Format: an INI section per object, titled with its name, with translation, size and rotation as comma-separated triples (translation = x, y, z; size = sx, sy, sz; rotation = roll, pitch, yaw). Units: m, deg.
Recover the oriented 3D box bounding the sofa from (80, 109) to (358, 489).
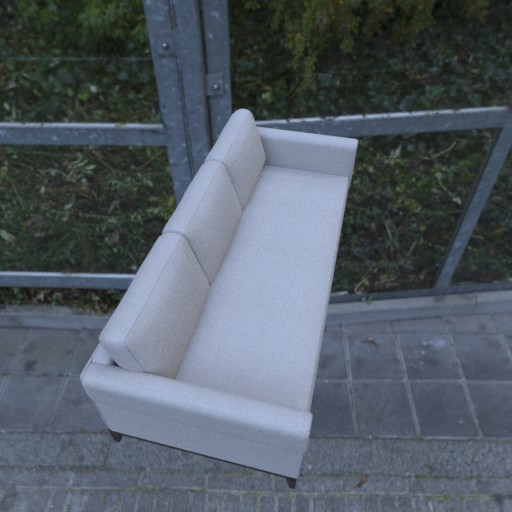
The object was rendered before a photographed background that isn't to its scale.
[sofa]
translation = 0.000, 0.000, 2.644
size = 0.959, 0.838, 2.210
rotation = 10, 46, 10
